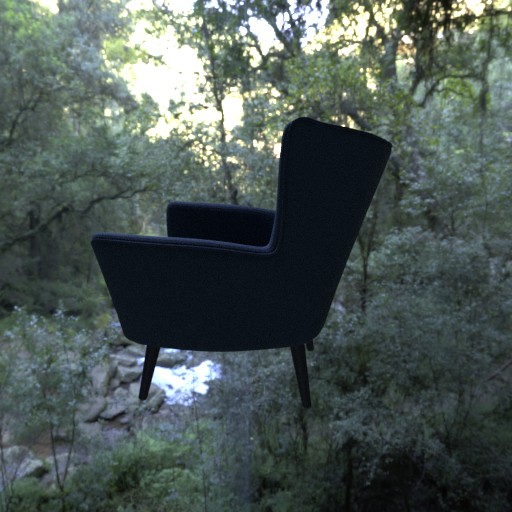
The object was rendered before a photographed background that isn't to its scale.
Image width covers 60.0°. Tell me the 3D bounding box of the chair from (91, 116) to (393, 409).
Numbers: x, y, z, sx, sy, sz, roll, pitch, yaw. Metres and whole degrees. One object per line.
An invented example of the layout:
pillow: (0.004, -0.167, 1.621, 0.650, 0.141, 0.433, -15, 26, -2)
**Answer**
chair: (0.000, 0.000, 1.611, 0.888, 0.933, 0.781, 2, 15, 8)
